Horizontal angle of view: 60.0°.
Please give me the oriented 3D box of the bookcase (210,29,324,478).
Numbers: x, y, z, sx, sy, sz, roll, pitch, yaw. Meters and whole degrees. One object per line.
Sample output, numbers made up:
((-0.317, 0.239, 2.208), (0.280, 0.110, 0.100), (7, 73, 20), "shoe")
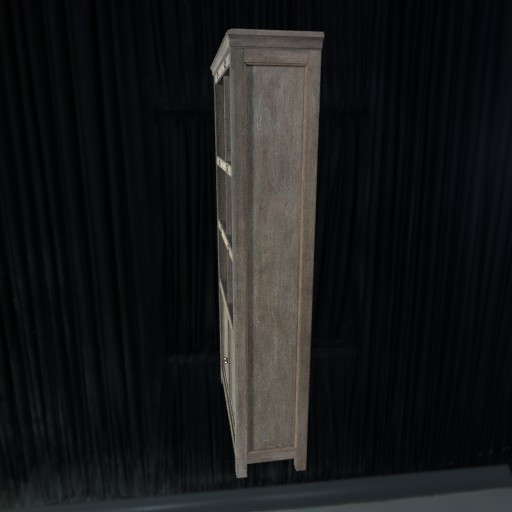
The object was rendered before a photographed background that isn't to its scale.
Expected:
((0.000, 0.000, 2.219), (0.348, 1.880, 0.906), (-3, 16, -9), "bookcase")
